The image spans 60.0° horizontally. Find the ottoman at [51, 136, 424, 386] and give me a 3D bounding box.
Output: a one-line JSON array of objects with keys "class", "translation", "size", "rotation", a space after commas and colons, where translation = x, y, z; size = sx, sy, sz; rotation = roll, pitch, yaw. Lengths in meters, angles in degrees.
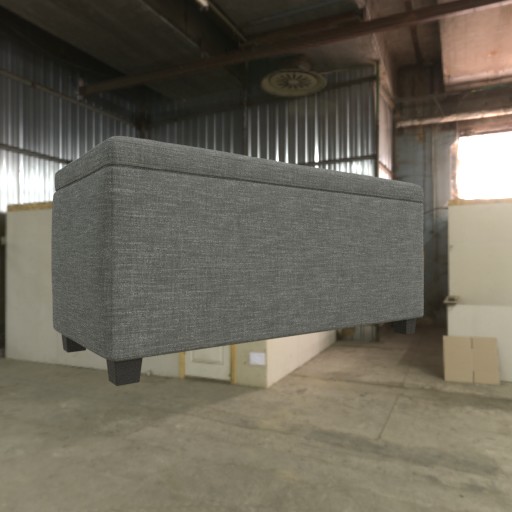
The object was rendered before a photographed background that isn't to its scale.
[{"class": "ottoman", "translation": [0.000, 0.000, 1.129], "size": [0.902, 0.432, 0.419], "rotation": [0, 0, -37]}]
